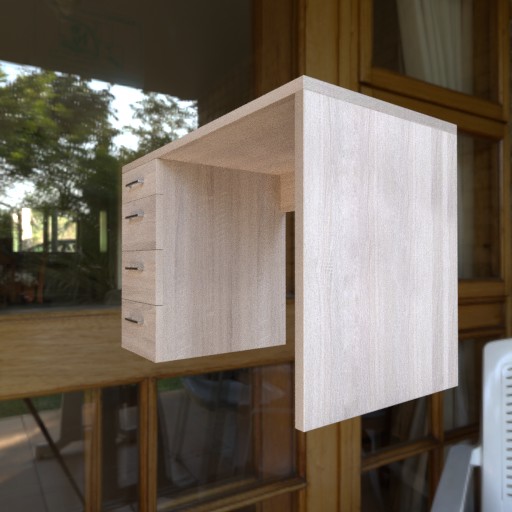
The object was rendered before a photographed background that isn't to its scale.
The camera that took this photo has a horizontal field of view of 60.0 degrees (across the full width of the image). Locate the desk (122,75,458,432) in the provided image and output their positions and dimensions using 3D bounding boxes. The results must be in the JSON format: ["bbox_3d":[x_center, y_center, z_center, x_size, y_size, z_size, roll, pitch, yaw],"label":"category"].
[{"bbox_3d":[0.000,0.000,1.514,0.600,0.731,1.100,0,-1,-36],"label":"desk"}]
